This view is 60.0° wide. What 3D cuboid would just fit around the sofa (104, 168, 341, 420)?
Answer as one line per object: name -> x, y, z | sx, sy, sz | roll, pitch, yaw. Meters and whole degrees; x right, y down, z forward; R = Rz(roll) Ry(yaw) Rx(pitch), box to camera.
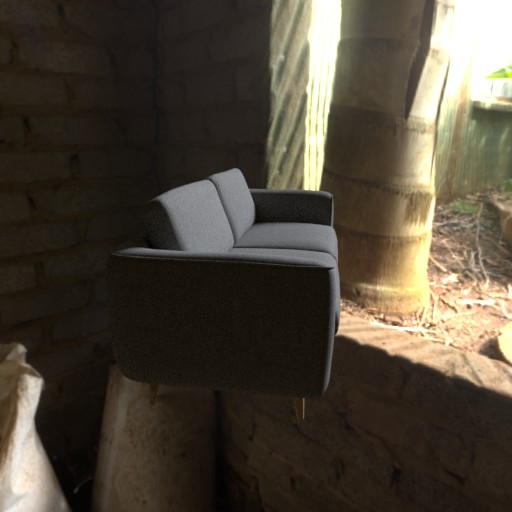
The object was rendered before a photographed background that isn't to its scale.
sofa -> 0.000, 0.000, 2.490 | 0.920, 0.870, 2.000 | 3, 16, 9
